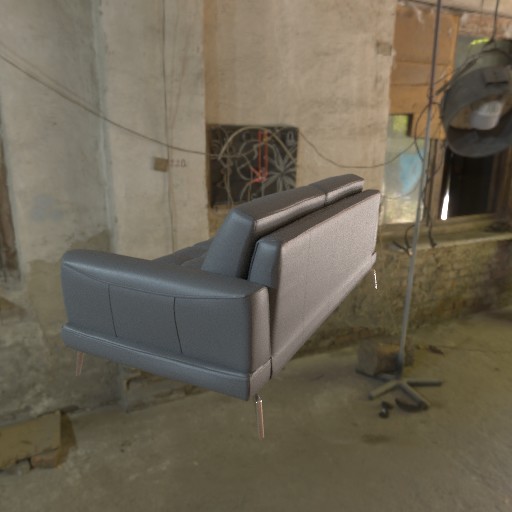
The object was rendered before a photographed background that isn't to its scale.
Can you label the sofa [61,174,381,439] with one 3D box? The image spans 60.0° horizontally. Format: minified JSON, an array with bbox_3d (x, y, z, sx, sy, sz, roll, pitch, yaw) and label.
[{"bbox_3d":[0.000,0.000,2.787,1.121,0.930,2.177,8,18,26],"label":"sofa"}]
